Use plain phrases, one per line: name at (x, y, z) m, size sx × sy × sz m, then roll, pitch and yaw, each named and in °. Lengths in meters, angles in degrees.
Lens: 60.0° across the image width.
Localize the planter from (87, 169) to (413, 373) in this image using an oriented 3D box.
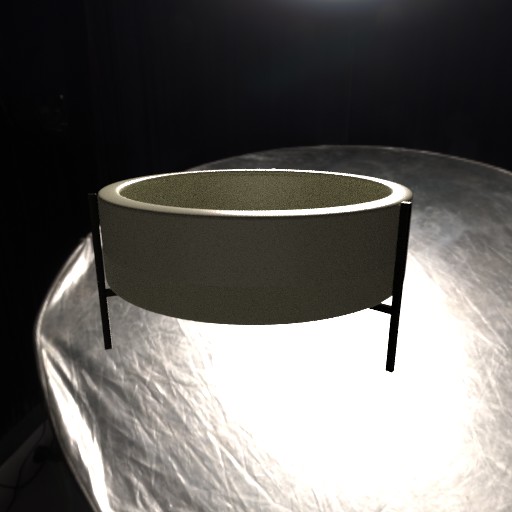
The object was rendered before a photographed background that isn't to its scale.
planter at (0.000, 0.000, 0.525) m, size 0.336 × 0.171 × 0.345 m, roll 3°, pitch 17°, yaw 9°
